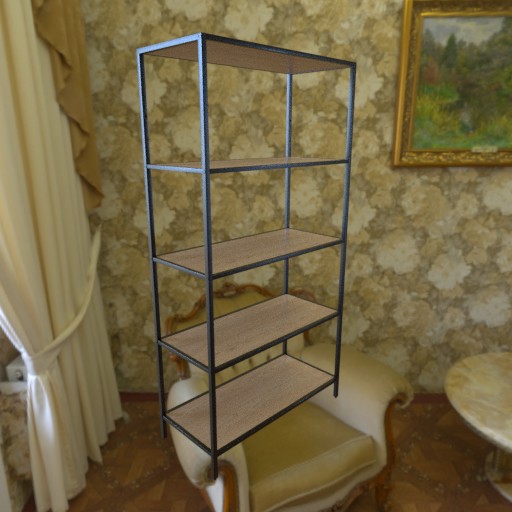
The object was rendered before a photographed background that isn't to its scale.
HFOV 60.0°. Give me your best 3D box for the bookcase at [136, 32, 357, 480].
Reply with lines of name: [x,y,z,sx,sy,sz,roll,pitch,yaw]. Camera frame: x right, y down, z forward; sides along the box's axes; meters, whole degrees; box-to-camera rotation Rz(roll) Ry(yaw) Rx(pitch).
bookcase: [0.000,0.000,1.803,0.770,1.500,0.350,-15,21,-43]
